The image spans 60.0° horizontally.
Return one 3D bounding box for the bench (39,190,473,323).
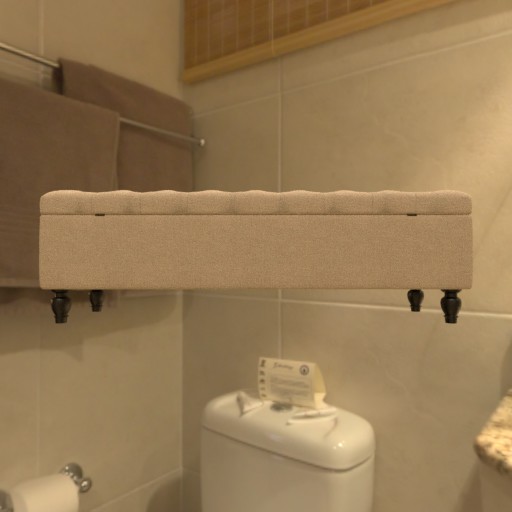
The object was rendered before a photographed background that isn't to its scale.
[{"bbox_3d":[0.000,0.000,1.715,1.480,0.467,0.455,0,0,0],"label":"bench"}]
